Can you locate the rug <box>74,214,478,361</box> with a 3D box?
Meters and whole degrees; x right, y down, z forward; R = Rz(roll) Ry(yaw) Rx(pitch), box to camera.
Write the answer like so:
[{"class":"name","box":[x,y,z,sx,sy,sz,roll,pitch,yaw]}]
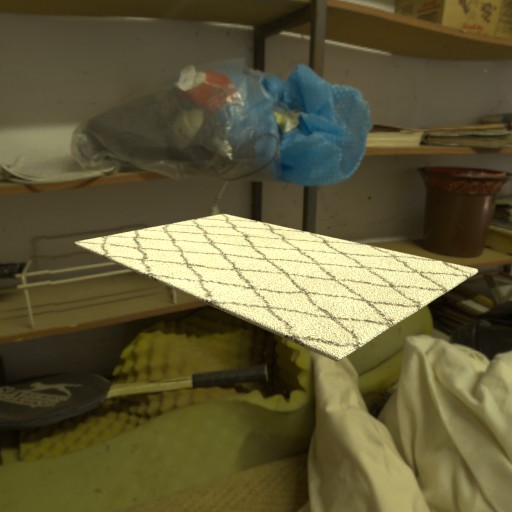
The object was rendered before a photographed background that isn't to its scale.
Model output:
[{"class":"rug","box":[0.000,0.000,3.091,2.438,0.030,1.524,16,23,43]}]
